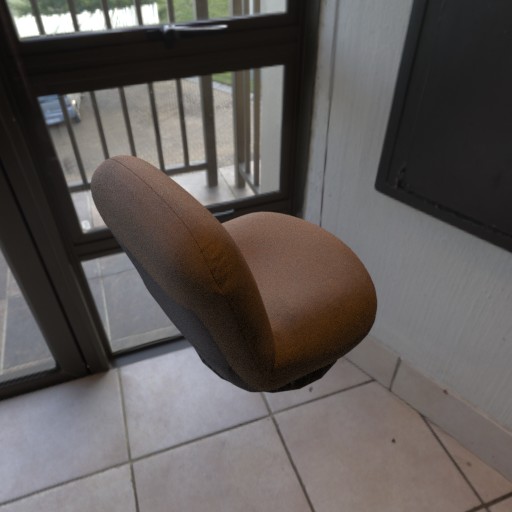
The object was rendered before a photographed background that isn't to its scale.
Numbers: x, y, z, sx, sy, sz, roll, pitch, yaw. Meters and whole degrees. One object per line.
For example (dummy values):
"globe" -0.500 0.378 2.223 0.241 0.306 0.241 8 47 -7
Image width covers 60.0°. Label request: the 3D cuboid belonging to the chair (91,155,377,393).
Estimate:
"chair" 0.000 0.000 1.058 0.597 0.594 0.521 -27 48 -28
